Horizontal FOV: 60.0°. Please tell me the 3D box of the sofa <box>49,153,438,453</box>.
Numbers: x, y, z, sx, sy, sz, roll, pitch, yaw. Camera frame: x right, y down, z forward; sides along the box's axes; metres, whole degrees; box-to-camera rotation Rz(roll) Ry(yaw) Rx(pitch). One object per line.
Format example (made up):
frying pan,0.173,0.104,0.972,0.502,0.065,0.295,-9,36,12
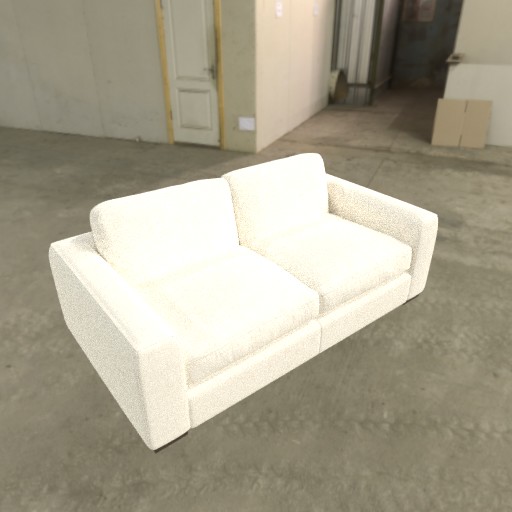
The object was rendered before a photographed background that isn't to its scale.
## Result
sofa,0.000,0.000,2.484,1.920,0.801,1.069,-21,36,-32
